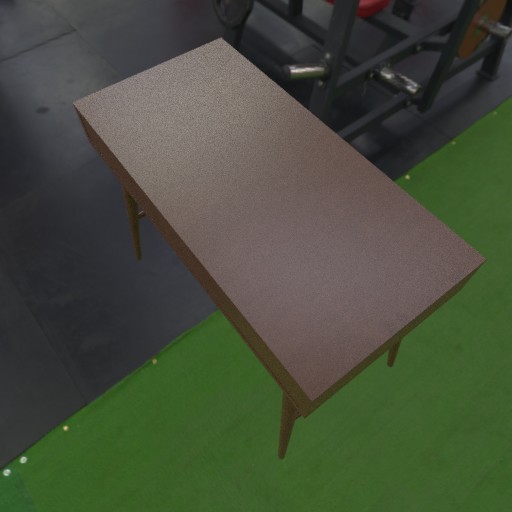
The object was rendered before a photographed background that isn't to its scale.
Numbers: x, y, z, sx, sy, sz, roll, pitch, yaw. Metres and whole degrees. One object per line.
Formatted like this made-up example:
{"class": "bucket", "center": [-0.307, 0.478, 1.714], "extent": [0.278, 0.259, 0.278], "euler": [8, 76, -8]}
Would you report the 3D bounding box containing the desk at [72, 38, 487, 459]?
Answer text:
{"class": "desk", "center": [0.000, 0.000, 1.349], "extent": [0.510, 0.758, 0.949], "euler": [-33, 64, -18]}
